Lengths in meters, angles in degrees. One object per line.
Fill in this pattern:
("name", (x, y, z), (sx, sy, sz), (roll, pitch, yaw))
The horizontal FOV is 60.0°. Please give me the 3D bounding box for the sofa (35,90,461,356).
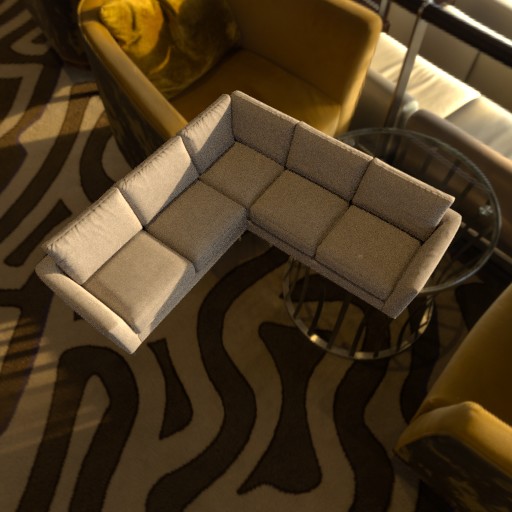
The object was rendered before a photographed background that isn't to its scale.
("sofa", (0.000, 0.000, 3.624), (2.438, 0.864, 2.438), (32, 64, 18))
